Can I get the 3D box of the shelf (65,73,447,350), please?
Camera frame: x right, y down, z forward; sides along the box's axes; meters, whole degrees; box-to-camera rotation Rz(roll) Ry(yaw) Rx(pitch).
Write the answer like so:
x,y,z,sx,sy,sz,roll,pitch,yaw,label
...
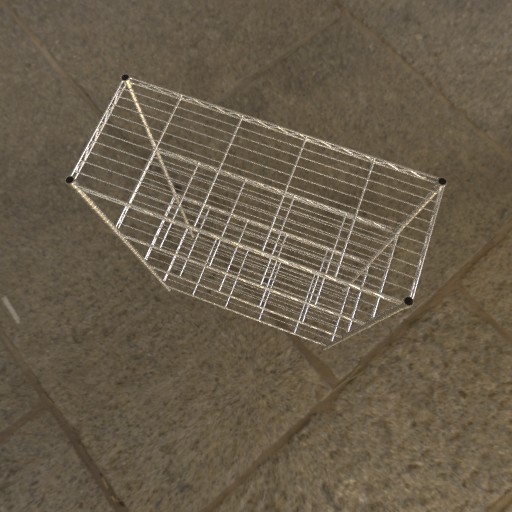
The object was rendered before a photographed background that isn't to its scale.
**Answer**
x,y,z,sx,sy,sz,roll,pitch,yaw,label
0.000,0.000,1.769,0.907,1.360,0.352,20,75,6,shelf
